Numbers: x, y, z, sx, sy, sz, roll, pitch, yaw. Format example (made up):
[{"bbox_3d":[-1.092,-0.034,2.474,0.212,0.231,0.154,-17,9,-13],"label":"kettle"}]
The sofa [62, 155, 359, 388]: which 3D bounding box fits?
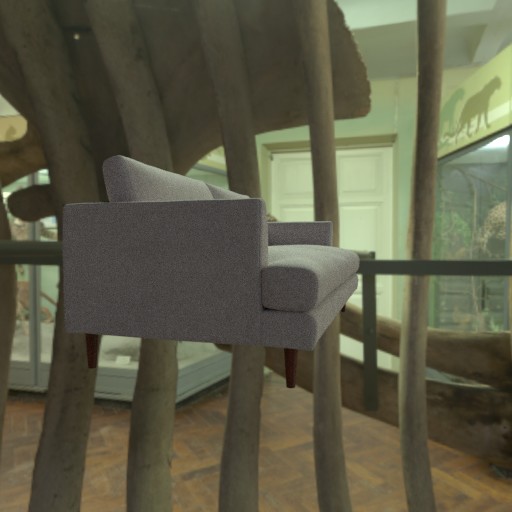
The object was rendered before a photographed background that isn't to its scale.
[{"bbox_3d":[0.000,0.000,2.519,1.020,0.868,1.948,1,2,17],"label":"sofa"}]
